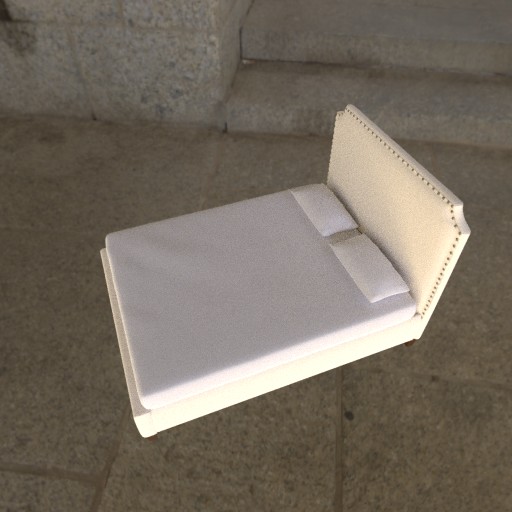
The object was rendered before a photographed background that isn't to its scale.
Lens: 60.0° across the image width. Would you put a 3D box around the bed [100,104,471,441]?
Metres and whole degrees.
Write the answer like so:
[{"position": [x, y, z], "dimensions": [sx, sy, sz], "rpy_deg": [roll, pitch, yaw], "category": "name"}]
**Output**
[{"position": [0.000, 0.000, 3.537], "dimensions": [2.372, 1.497, 1.712], "rpy_deg": [-16, 48, -15], "category": "bed"}]
